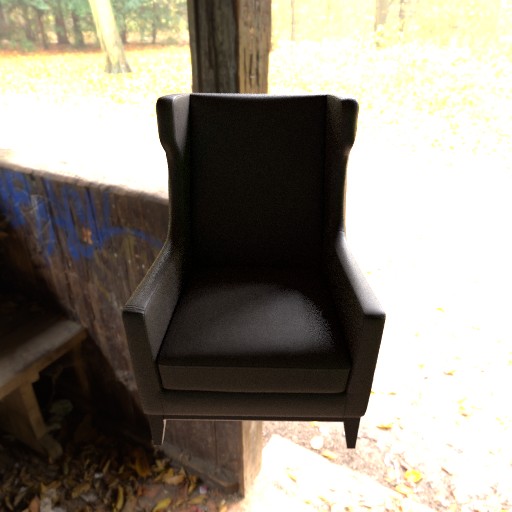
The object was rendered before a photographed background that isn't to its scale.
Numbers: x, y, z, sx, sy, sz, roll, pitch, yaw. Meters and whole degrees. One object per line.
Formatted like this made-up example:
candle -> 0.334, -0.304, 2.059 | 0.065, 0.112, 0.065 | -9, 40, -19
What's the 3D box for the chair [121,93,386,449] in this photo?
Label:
chair -> 0.000, 0.000, 1.641 | 0.769, 1.079, 0.899 | 1, 29, 1
